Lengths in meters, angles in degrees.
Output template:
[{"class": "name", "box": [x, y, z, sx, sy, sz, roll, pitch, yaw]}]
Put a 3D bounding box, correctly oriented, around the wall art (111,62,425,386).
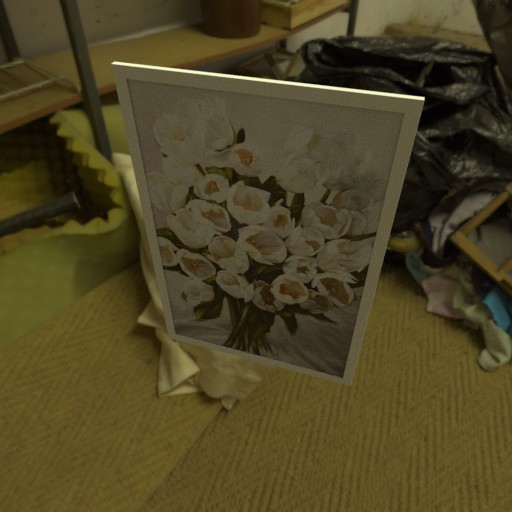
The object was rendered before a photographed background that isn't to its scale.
[{"class": "wall art", "box": [0.000, 0.000, 1.224, 0.660, 0.965, 0.015, 12, 43, 13]}]
